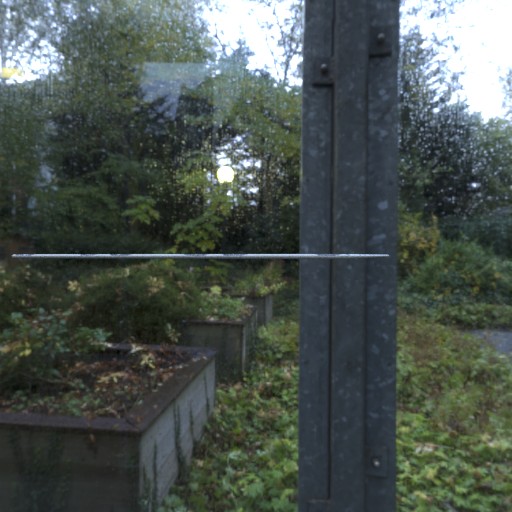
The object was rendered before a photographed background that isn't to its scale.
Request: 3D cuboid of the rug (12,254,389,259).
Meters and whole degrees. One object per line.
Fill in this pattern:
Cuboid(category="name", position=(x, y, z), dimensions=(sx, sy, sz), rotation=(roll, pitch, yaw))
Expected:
Cuboid(category="rug", position=(0.000, 0.000, 2.872), dimensions=(1.521, 0.017, 2.365), rotation=(0, 0, 20))
